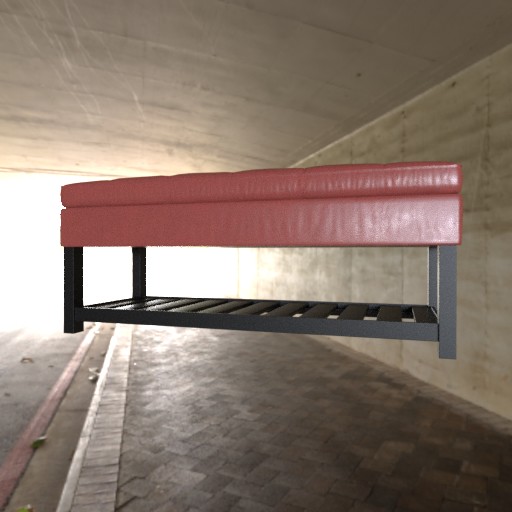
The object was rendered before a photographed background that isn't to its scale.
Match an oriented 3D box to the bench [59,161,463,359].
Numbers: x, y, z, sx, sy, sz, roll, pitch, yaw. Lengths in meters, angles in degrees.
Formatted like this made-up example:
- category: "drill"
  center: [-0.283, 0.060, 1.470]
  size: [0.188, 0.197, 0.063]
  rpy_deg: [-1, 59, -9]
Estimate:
- category: "bench"
  center: [0.000, 0.000, 1.349]
  size: [1.105, 0.460, 0.432]
  rpy_deg: [0, 0, 18]
